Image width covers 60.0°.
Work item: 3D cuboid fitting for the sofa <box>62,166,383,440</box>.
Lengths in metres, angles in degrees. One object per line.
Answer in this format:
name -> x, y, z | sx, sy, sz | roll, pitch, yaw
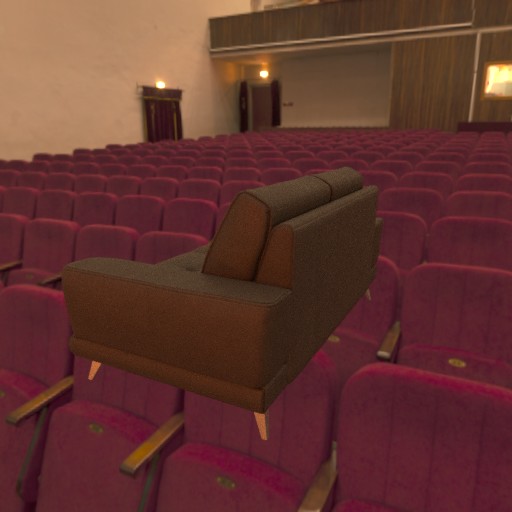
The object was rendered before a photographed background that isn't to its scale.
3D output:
sofa -> 0.000, 0.000, 2.441 | 1.018, 0.907, 1.806 | 8, 18, 26
